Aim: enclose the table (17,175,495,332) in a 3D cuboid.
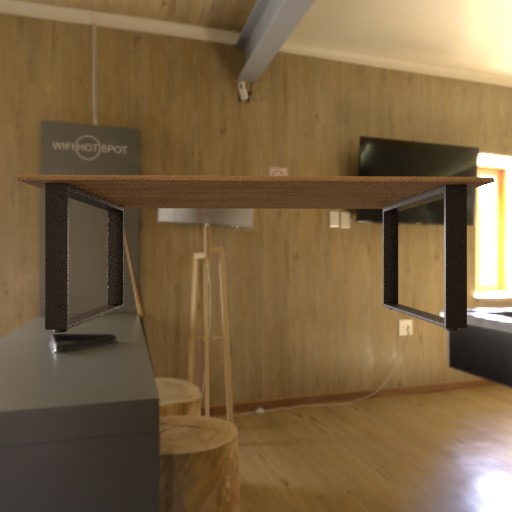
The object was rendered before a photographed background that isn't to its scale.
[{"bbox_3d":[0.000,0.000,1.577,1.331,0.445,0.693,0,0,-1],"label":"table"}]
